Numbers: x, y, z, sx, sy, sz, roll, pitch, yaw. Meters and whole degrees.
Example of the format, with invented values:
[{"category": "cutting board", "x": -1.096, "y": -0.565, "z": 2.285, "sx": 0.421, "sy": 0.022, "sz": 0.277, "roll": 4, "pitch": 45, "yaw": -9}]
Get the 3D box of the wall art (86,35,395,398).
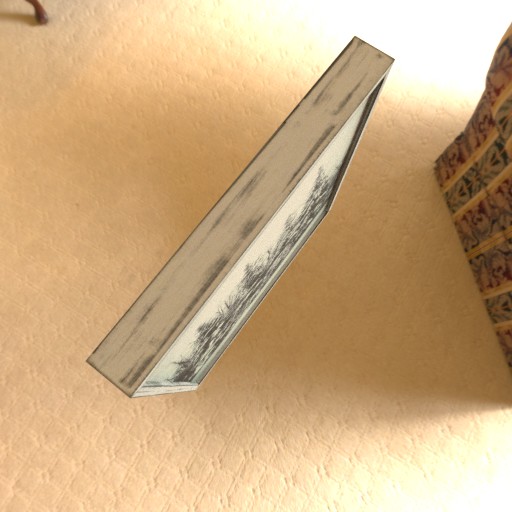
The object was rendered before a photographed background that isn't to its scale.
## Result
[{"category": "wall art", "x": 0.000, "y": 0.000, "z": 0.449, "sx": 0.036, "sy": 0.303, "sz": 0.303, "roll": 36, "pitch": 77, "yaw": 9}]
